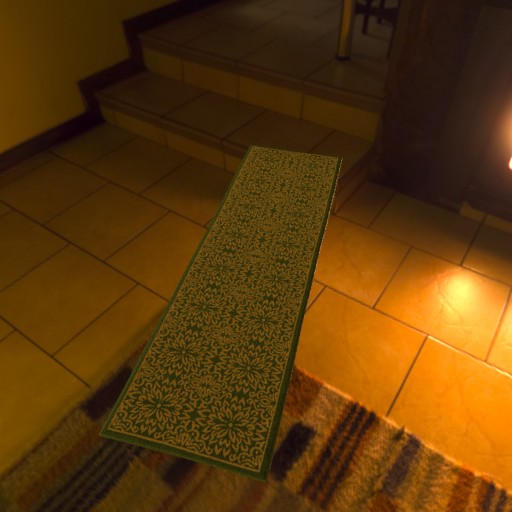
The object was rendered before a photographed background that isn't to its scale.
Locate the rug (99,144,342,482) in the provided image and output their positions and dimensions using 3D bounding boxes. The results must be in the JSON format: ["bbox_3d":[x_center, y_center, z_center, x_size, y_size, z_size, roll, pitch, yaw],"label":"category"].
[{"bbox_3d":[0.000,0.000,2.390,0.662,0.011,2.196,11,46,11],"label":"rug"}]
